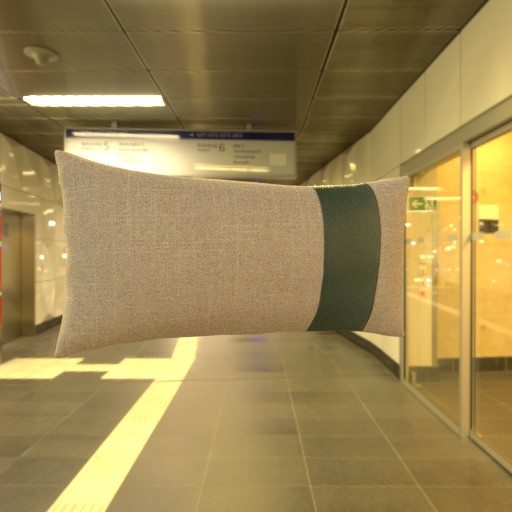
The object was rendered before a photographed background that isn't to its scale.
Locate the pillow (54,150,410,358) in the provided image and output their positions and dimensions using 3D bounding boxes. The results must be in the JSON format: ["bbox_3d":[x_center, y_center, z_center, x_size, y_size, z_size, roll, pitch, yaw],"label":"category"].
[{"bbox_3d":[0.000,0.000,1.032,0.859,0.429,0.197,0,0,-19],"label":"pillow"}]
